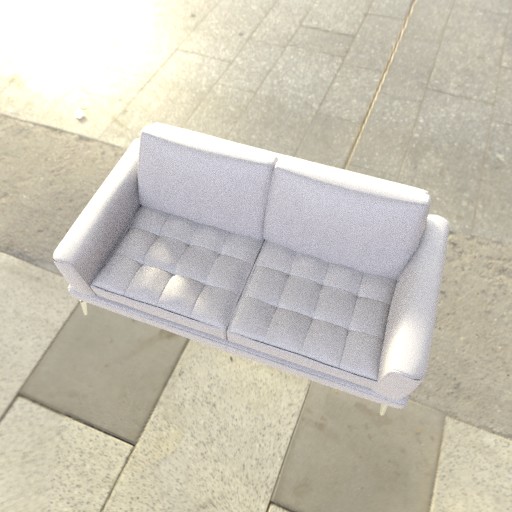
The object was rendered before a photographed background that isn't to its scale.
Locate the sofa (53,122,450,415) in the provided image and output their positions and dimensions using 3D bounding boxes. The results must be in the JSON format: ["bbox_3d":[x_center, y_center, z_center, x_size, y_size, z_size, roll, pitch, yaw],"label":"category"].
[{"bbox_3d":[0.000,0.000,2.721,2.177,0.930,1.121,17,59,11],"label":"sofa"}]
